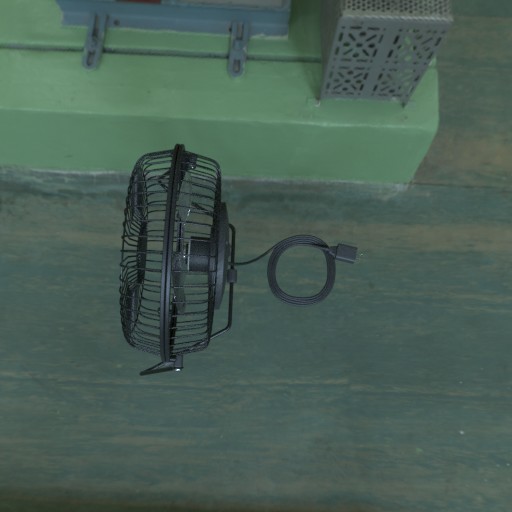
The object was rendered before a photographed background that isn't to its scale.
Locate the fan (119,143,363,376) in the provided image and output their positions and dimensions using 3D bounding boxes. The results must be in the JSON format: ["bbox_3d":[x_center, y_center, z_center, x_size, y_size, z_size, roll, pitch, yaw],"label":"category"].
[{"bbox_3d":[0.000,0.000,0.385,0.227,0.188,0.209,2,75,0],"label":"fan"}]
